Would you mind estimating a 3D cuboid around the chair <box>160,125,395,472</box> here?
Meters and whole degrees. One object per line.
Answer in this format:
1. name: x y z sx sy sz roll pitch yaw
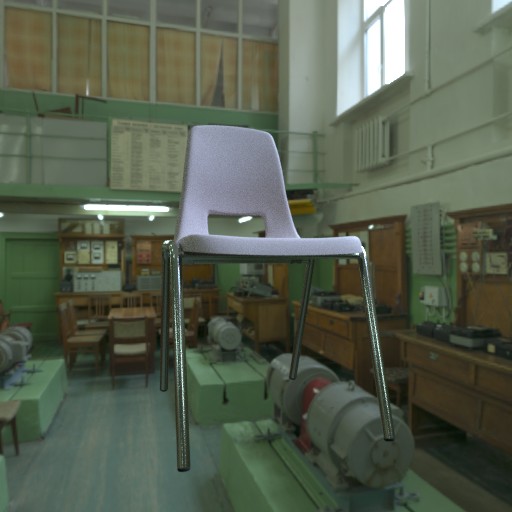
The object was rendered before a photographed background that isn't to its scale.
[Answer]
1. chair: 0.000 0.000 0.923 0.381 0.653 0.436 0 0 -18
